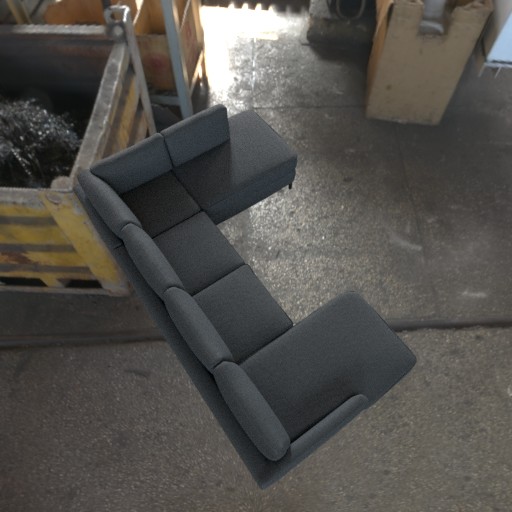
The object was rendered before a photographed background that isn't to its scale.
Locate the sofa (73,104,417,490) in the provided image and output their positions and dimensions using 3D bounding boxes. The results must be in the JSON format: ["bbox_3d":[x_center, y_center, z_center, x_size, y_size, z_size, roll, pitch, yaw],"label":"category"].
[{"bbox_3d":[0.000,0.000,3.790,1.984,0.858,2.975,-32,65,-17],"label":"sofa"}]
